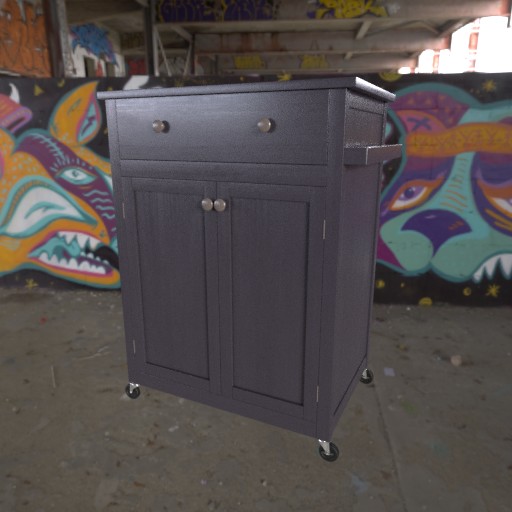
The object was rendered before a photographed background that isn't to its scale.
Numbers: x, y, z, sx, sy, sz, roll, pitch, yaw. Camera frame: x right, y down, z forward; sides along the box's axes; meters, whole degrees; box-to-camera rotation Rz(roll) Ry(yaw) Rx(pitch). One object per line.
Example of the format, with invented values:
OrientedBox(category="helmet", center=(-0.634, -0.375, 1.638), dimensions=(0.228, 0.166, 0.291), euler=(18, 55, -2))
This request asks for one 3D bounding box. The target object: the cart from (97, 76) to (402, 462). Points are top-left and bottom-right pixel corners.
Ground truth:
OrientedBox(category="cart", center=(0.000, 0.000, 1.268), dimensions=(0.690, 0.878, 0.449), euler=(7, 17, 25))
